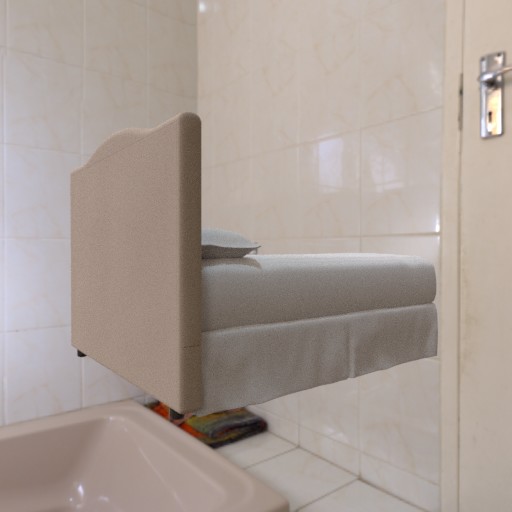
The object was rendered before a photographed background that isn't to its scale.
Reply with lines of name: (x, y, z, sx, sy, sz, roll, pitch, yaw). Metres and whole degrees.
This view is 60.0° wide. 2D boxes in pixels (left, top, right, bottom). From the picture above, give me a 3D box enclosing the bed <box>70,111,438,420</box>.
bed: (0.000, 0.000, 3.084, 2.052, 1.398, 1.678, -1, 1, -37)
